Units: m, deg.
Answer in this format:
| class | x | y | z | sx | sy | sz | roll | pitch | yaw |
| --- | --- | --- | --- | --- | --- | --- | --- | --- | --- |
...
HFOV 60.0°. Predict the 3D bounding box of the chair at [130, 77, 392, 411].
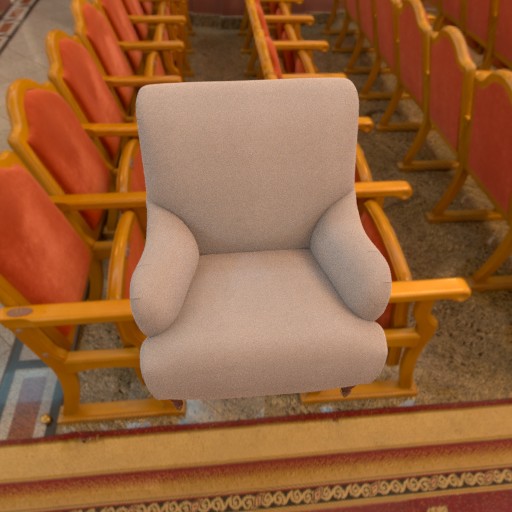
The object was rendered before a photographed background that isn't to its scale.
| class | x | y | z | sx | sy | sz | roll | pitch | yaw |
| --- | --- | --- | --- | --- | --- | --- | --- | --- | --- |
| chair | 0.000 | 0.000 | 1.534 | 0.766 | 0.942 | 0.842 | -3 | 45 | -3 |
